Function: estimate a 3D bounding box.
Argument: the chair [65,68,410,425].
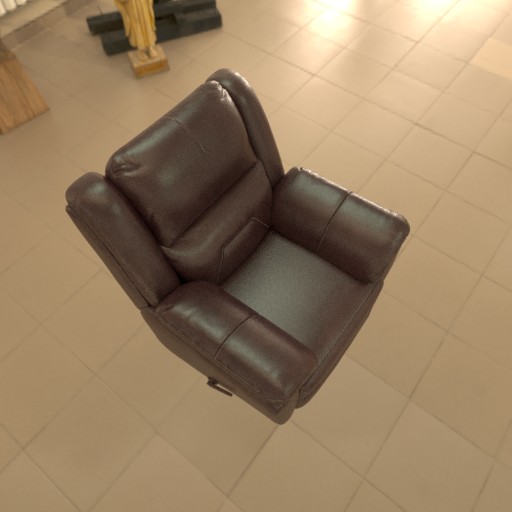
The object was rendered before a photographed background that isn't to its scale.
[{"bbox_3d":[0.000,0.000,1.922,1.041,1.093,0.990,33,64,19],"label":"chair"}]
